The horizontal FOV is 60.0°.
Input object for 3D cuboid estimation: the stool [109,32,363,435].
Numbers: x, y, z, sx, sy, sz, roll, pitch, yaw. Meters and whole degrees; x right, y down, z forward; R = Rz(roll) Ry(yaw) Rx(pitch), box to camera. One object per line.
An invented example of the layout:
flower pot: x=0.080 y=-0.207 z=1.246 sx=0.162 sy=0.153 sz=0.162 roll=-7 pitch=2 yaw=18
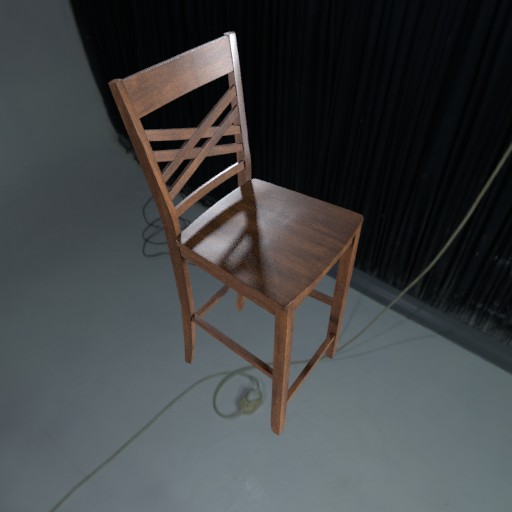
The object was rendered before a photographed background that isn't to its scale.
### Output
stool: x=0.000 y=0.000 z=1.354 sx=0.504 sy=1.098 sz=0.426 roll=26 pitch=49 yaw=25
